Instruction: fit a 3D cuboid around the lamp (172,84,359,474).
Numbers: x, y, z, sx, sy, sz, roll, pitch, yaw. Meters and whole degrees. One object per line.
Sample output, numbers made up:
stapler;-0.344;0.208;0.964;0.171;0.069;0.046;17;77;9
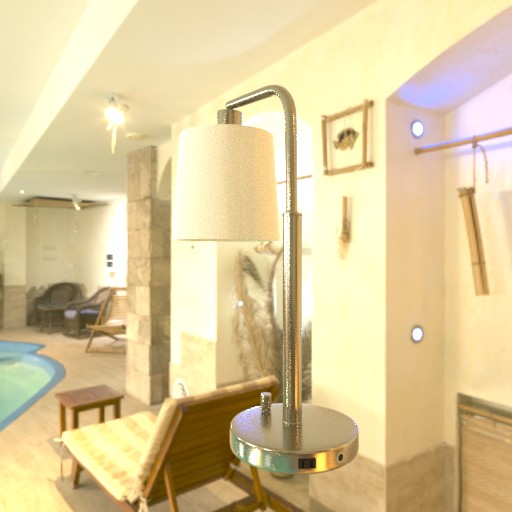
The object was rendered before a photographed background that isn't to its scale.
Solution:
lamp;0.000;0.000;0.642;0.171;0.489;0.333;0;0;-36
